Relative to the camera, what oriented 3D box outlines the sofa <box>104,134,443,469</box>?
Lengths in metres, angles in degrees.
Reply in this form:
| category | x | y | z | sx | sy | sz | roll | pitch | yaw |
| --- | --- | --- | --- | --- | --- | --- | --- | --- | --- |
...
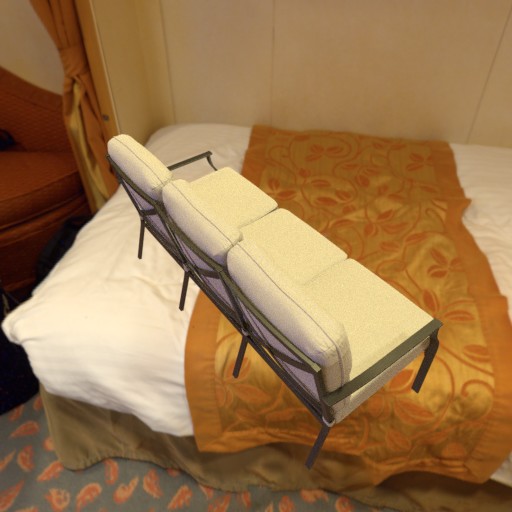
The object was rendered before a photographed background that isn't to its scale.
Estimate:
| category | x | y | z | sx | sy | sz | roll | pitch | yaw |
| --- | --- | --- | --- | --- | --- | --- | --- | --- | --- |
| sofa | 0.000 | 0.000 | 2.224 | 0.787 | 0.860 | 1.740 | -26 | 48 | -26 |
